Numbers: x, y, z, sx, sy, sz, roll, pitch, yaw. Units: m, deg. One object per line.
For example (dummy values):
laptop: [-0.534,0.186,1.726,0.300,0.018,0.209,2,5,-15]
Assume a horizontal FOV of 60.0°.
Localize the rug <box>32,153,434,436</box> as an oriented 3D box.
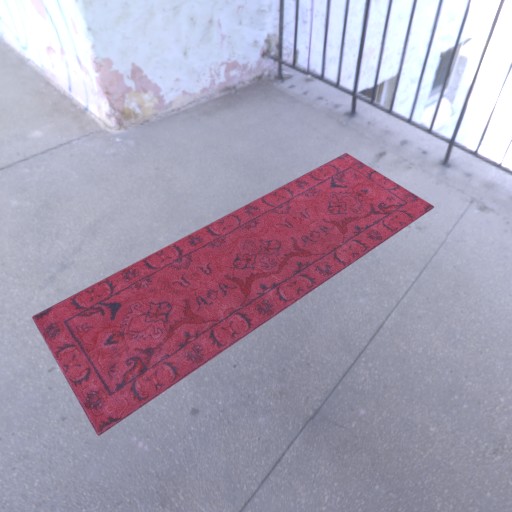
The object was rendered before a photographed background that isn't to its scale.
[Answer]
rug: [0.000,0.000,2.684,2.439,0.018,0.813,-31,54,-25]
